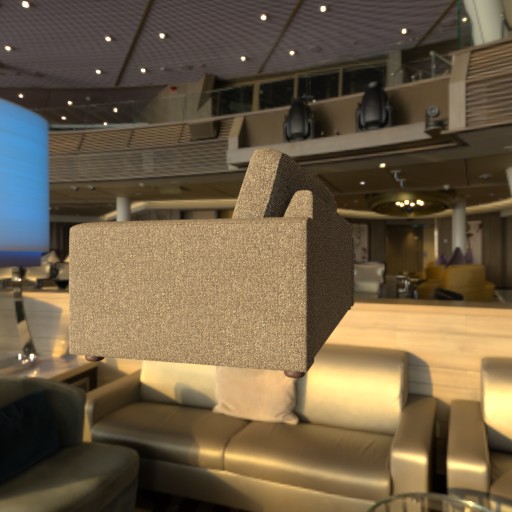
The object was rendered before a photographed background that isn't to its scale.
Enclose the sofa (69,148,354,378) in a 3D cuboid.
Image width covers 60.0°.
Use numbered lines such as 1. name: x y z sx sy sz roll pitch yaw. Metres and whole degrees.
1. sofa: 0.000 0.000 2.693 1.016 0.873 2.179 0 0 17
